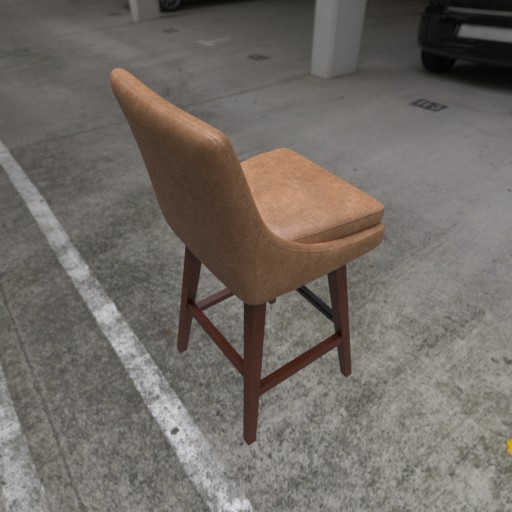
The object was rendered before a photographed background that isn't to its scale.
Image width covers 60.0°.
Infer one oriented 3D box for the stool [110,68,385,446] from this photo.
[{"bbox_3d":[0.000,0.000,1.337,0.572,1.079,0.487,-25,46,-27],"label":"stool"}]
